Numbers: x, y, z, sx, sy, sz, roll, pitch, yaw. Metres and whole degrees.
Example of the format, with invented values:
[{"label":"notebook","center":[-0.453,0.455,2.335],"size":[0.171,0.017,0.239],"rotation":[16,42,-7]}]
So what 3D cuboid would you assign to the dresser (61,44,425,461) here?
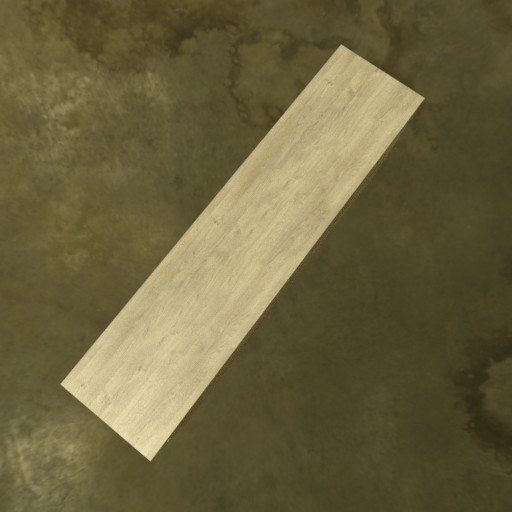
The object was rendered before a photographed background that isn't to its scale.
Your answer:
[{"label":"dresser","center":[0.000,0.000,1.932],"size":[0.390,0.795,1.590],"rotation":[36,80,8]}]
